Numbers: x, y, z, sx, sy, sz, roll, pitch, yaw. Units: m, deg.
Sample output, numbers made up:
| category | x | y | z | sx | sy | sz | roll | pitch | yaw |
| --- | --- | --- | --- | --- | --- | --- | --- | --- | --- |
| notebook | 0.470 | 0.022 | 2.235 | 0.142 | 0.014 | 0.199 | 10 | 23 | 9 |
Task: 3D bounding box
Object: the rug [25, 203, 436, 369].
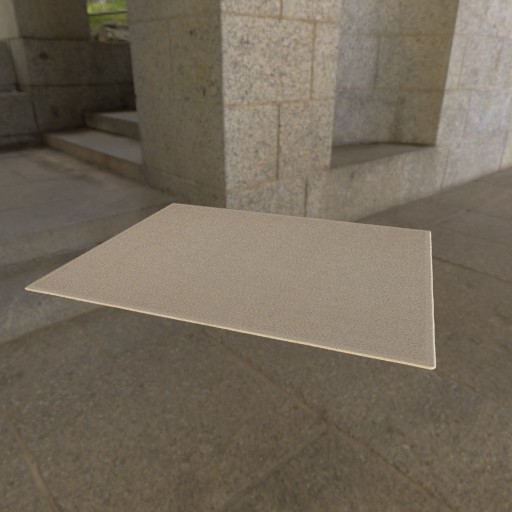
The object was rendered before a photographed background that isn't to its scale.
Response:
| category | x | y | z | sx | sy | sz | roll | pitch | yaw |
| --- | --- | --- | --- | --- | --- | --- | --- | --- | --- |
| rug | 0.000 | 0.000 | 4.074 | 3.051 | 0.020 | 2.407 | 8 | 25 | 17 |
